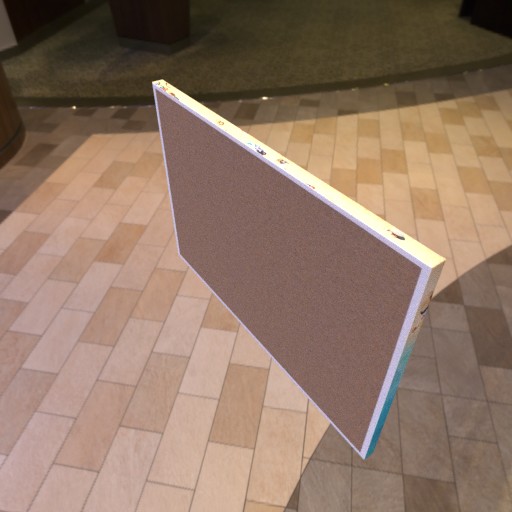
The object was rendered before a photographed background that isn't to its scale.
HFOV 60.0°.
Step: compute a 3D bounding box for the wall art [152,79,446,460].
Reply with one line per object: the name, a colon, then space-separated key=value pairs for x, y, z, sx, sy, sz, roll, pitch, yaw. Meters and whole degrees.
wall art: x=0.000 y=0.000 z=1.402 sx=0.040 sy=0.769 sz=1.136 roll=-25 pitch=47 yaw=-26
